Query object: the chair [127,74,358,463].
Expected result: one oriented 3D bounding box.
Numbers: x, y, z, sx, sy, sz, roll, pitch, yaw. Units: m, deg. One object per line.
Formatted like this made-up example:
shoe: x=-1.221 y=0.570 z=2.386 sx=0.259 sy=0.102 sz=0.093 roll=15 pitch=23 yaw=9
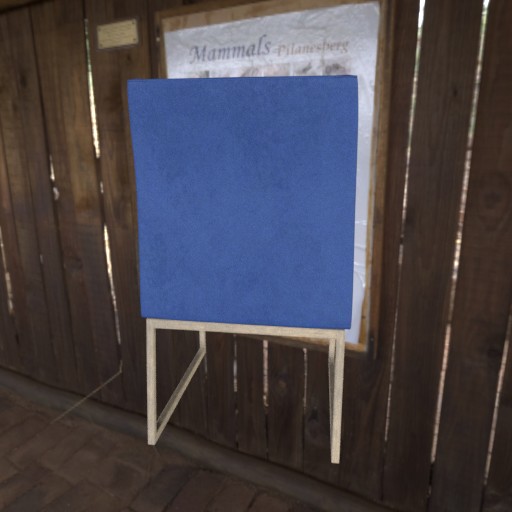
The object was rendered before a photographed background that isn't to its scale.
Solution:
chair: x=0.000 y=0.000 z=1.222 sx=0.508 sy=0.863 sz=0.522 roll=2 pitch=15 yaw=8
